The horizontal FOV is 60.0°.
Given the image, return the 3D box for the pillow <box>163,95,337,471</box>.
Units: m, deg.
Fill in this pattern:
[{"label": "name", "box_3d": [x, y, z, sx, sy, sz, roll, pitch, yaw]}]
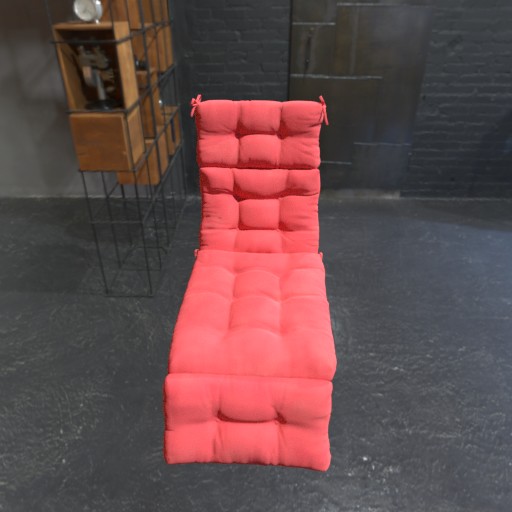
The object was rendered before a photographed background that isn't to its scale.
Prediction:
[{"label": "pillow", "box_3d": [0.000, 0.000, 1.486, 0.526, 0.863, 1.016, 1, 31, 2]}]
